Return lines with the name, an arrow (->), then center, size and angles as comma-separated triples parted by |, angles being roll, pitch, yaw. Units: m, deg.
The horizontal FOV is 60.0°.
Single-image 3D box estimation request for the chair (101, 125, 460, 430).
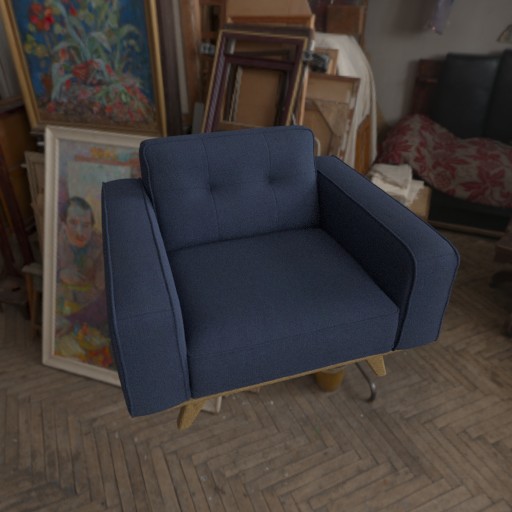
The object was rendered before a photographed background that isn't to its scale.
chair -> 0.000, 0.000, 1.740 | 1.118, 0.783, 0.953 | -10, 34, -15
